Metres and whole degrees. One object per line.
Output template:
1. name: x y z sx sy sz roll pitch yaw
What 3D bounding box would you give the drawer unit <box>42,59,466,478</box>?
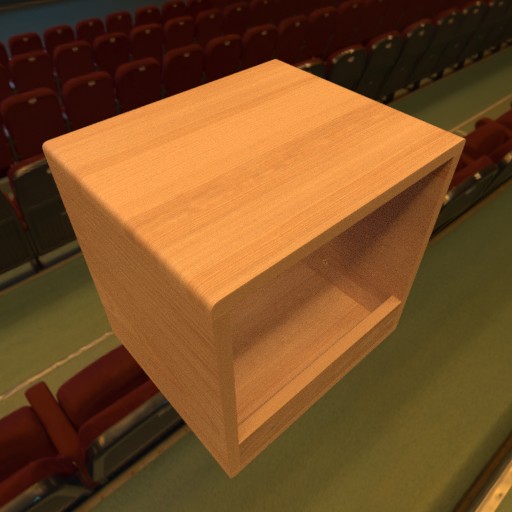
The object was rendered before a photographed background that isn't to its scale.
1. drawer unit: 0.000 0.000 0.588 0.344 0.344 0.290 -32 53 -28
